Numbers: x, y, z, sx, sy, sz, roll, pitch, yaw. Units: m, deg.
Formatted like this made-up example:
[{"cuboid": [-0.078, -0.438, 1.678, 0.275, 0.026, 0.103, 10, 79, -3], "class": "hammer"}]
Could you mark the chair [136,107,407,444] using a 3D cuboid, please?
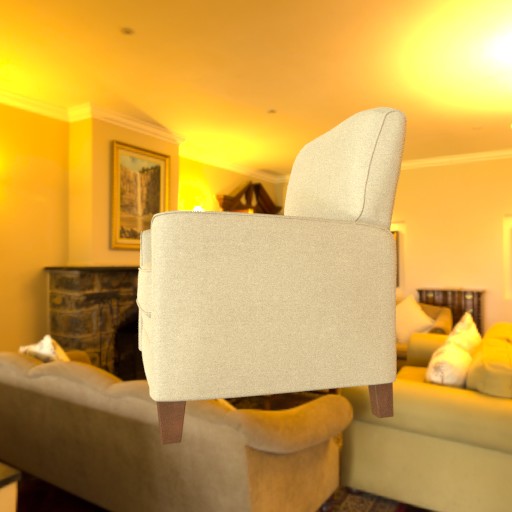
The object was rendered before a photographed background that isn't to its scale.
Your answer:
[{"cuboid": [0.000, 0.000, 1.662, 0.858, 1.023, 0.841, 0, -1, -17], "class": "chair"}]
